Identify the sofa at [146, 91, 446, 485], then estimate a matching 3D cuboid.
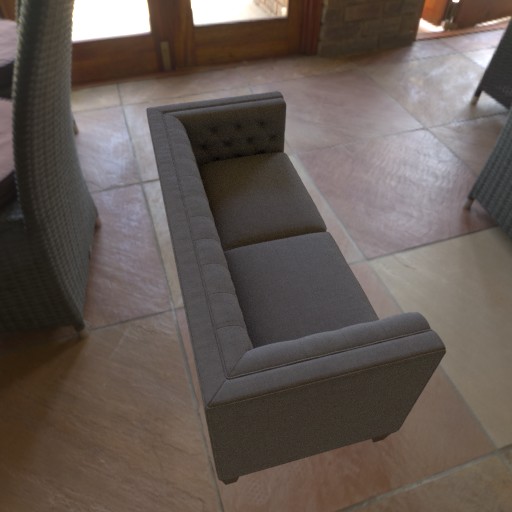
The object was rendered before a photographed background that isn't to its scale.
[{"bbox_3d":[0.000,0.000,2.168,0.775,0.762,1.778,-11,48,-10],"label":"sofa"}]
